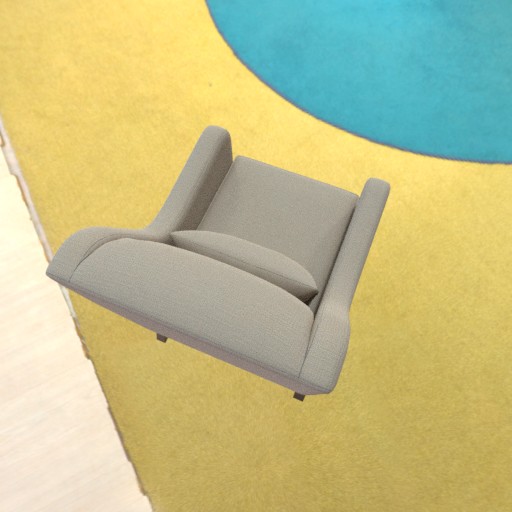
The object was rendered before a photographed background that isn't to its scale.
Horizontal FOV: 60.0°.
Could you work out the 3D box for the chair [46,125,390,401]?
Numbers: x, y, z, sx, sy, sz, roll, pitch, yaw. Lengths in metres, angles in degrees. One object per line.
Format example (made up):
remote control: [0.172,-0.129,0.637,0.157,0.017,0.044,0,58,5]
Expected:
chair: [0.000,0.000,1.568,0.715,1.017,0.896,21,66,10]
